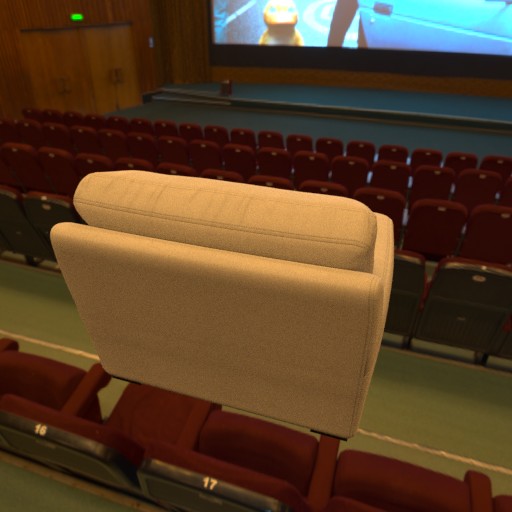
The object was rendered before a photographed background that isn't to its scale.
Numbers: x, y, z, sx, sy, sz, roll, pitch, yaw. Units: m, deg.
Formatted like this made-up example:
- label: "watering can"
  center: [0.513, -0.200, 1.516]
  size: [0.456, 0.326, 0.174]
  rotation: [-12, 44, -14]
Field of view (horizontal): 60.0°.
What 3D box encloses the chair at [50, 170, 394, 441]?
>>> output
- label: "chair"
  center: [0.000, 0.000, 1.918]
  size: [1.140, 0.930, 1.158]
  rotation: [10, 33, 15]
